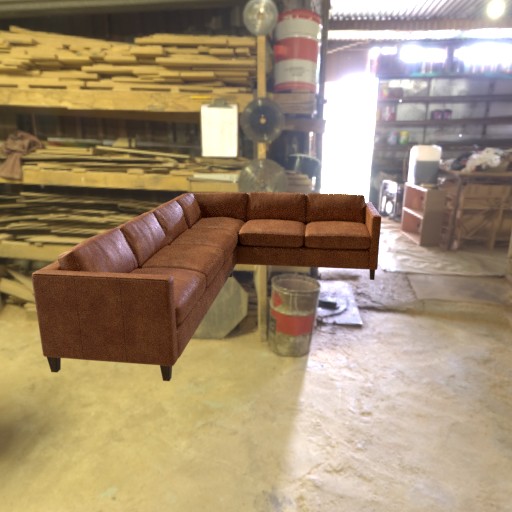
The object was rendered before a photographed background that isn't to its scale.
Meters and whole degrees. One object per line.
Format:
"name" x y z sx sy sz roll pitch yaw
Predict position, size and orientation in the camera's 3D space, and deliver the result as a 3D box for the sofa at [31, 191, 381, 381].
"sofa" 0.000 0.000 4.174 2.438 0.838 3.167 2 16 8
